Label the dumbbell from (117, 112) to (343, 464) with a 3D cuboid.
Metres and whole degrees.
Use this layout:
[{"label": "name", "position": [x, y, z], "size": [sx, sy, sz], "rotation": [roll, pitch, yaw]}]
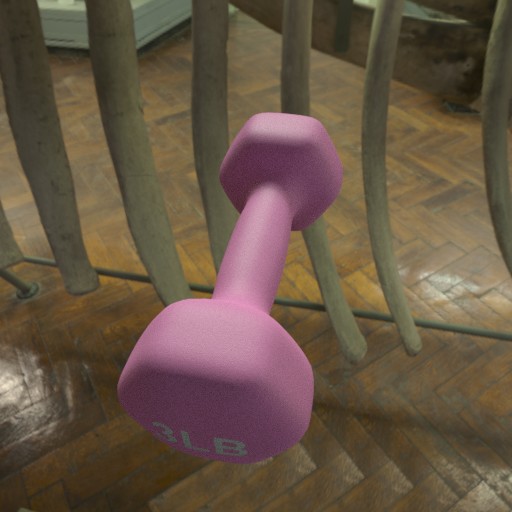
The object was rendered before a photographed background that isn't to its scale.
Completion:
[{"label": "dumbbell", "position": [0.000, 0.000, 0.186], "size": [0.064, 0.058, 0.159], "rotation": [9, 46, 9]}]
